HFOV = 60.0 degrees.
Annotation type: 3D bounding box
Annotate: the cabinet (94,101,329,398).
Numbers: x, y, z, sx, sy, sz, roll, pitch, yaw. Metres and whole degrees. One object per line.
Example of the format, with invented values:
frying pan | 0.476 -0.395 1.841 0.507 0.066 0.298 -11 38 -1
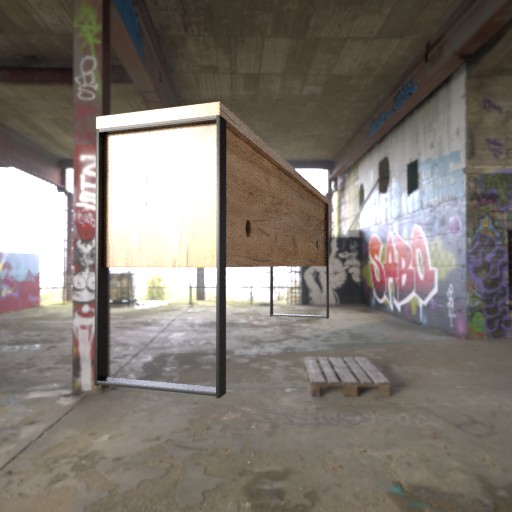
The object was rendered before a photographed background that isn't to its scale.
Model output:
cabinet | 0.000 0.000 2.054 0.395 0.762 1.800 0 -1 18
